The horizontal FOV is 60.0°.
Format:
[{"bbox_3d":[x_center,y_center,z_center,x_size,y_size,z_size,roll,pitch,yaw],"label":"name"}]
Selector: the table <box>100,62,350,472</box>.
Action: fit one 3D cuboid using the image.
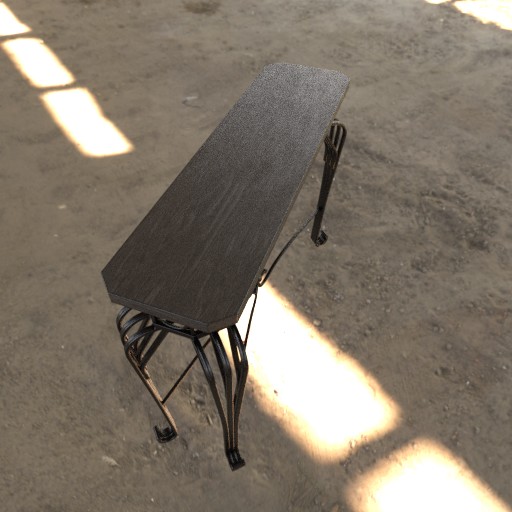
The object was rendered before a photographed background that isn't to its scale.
[{"bbox_3d":[0.000,0.000,1.455,0.329,0.800,1.112,15,49,14],"label":"table"}]
